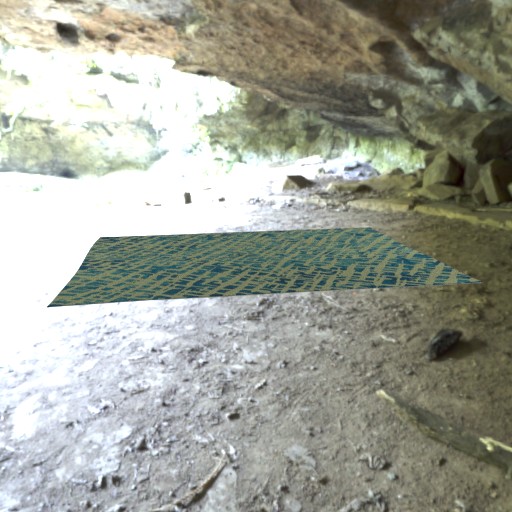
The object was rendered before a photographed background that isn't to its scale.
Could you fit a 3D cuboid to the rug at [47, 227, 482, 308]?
[{"bbox_3d":[0.000,0.000,2.393,1.830,0.011,1.209,-3,16,-9],"label":"rug"}]
